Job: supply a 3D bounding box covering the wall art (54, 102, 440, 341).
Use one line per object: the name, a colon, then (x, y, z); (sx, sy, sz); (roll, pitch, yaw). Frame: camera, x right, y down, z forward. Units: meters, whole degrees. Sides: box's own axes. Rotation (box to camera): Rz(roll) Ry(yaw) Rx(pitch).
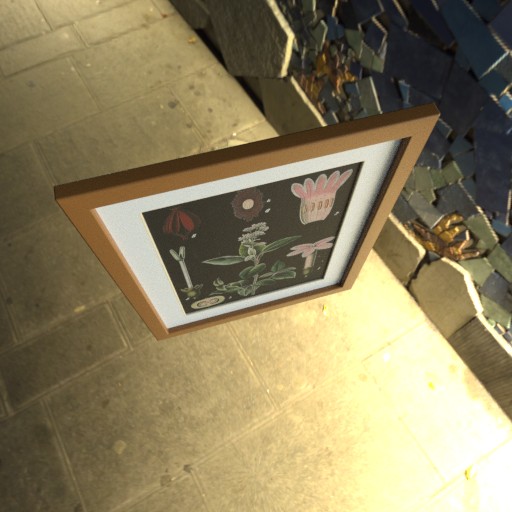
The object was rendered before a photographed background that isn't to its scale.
wall art: (0.000, 0.000, 0.747); (0.449, 0.550, 0.021); (-14, 65, -7)
